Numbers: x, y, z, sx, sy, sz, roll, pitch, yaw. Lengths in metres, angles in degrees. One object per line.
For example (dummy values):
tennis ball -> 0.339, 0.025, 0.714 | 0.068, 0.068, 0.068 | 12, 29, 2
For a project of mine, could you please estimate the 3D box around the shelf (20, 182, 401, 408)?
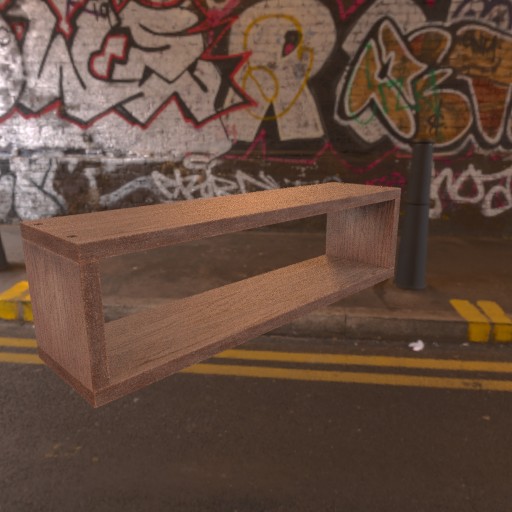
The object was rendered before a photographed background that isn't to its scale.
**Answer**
shelf -> 0.000, 0.000, 0.682 | 0.150, 0.170, 0.610 | 15, 21, 43
